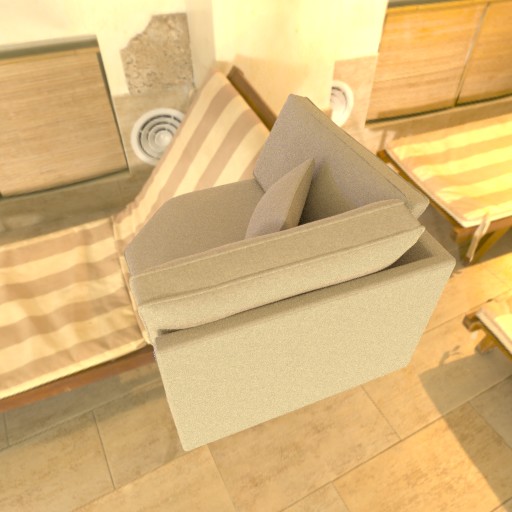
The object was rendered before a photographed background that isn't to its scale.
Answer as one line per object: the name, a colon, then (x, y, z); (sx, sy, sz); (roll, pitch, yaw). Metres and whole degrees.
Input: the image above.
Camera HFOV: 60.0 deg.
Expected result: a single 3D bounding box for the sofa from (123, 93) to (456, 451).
sofa: (0.000, 0.000, 1.882); (1.042, 0.937, 1.050); (-16, 48, -15)
